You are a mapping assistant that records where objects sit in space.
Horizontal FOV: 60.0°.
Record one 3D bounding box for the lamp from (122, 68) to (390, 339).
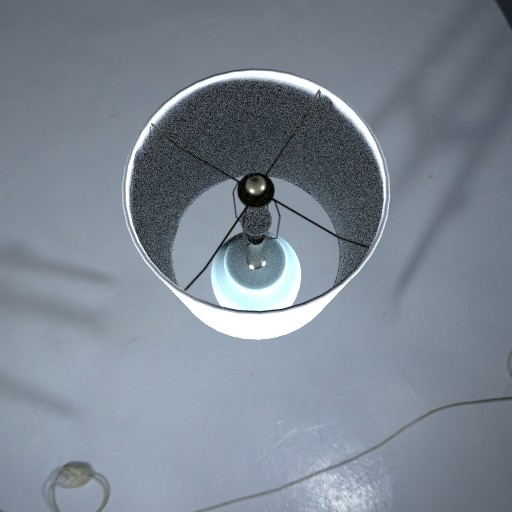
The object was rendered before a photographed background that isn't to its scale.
[{"bbox_3d":[0.000,0.000,1.112,0.418,0.871,0.418,-19,75,-5],"label":"lamp"}]
